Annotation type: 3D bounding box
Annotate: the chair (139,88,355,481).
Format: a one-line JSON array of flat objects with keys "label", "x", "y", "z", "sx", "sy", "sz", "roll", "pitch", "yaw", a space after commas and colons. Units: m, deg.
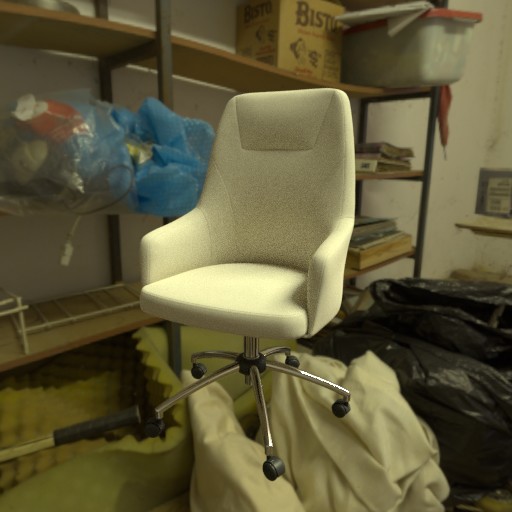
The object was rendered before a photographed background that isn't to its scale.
[{"label": "chair", "x": 0.000, "y": 0.000, "z": 1.412, "sx": 0.620, "sy": 1.049, "sz": 0.640, "roll": 7, "pitch": 15, "yaw": 26}]
